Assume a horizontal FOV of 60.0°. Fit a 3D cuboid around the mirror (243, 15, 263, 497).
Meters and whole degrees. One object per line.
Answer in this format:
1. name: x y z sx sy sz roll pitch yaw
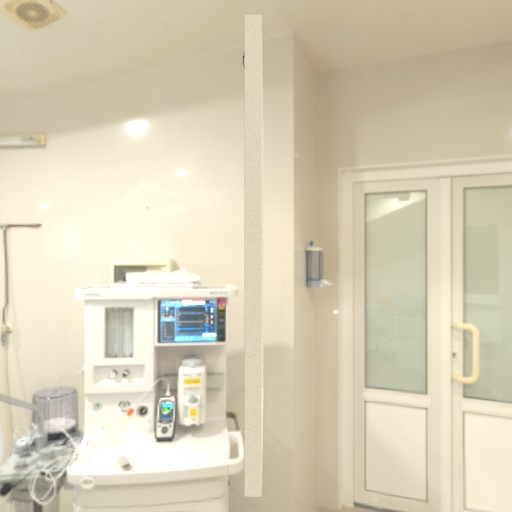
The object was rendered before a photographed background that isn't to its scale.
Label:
1. mirror: 0.000 0.000 1.315 0.041 1.016 0.762 0 0 1
